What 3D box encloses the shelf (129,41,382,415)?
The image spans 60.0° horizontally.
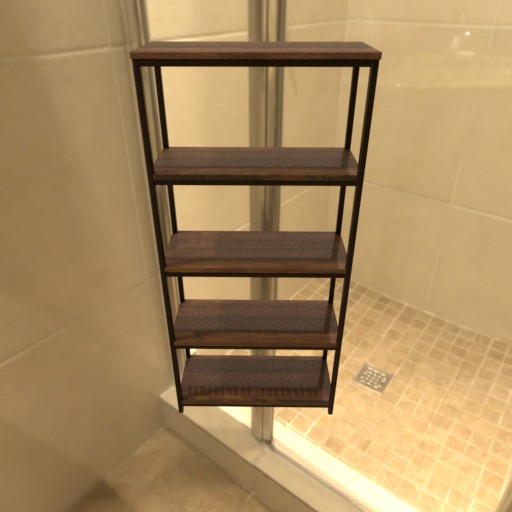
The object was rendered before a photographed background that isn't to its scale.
[{"bbox_3d":[0.000,0.000,2.165,0.874,1.860,0.359,0,31,1],"label":"shelf"}]
